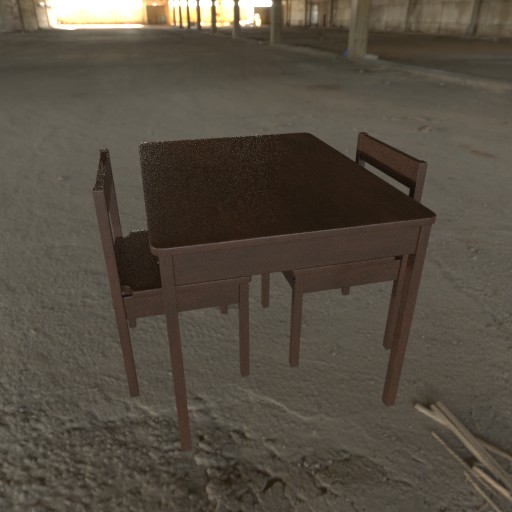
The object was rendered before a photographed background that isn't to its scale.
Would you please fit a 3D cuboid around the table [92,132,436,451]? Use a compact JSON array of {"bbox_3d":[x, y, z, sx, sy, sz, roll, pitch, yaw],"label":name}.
[{"bbox_3d":[0.000,0.000,1.093,0.672,0.503,0.650,-7,29,-13],"label":"table"}]
